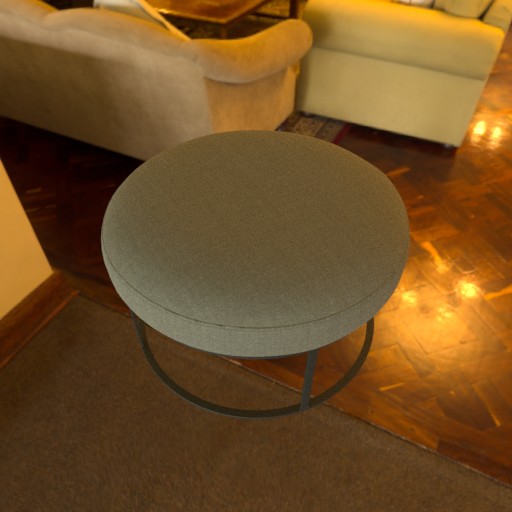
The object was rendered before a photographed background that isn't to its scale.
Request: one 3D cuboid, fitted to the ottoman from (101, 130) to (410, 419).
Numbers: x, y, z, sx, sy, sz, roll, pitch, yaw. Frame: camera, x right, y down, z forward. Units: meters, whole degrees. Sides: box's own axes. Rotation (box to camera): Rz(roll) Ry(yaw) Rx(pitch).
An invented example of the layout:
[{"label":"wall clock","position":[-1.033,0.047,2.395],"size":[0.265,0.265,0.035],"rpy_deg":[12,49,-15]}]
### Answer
[{"label":"ottoman","position":[0.000,0.000,1.239],"size":[0.772,0.460,0.772],"rpy_deg":[0,45,0]}]
